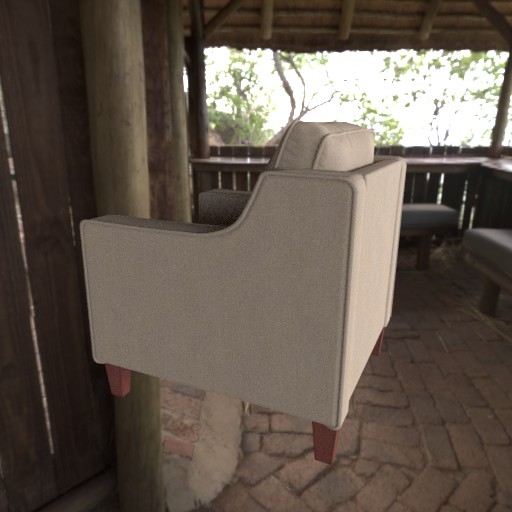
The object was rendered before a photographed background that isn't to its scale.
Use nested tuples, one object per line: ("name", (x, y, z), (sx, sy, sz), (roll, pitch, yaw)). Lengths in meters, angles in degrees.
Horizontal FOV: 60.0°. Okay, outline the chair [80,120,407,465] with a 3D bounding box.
("chair", (0.000, 0.000, 1.647), (0.909, 0.960, 0.831), (8, 18, 24))
